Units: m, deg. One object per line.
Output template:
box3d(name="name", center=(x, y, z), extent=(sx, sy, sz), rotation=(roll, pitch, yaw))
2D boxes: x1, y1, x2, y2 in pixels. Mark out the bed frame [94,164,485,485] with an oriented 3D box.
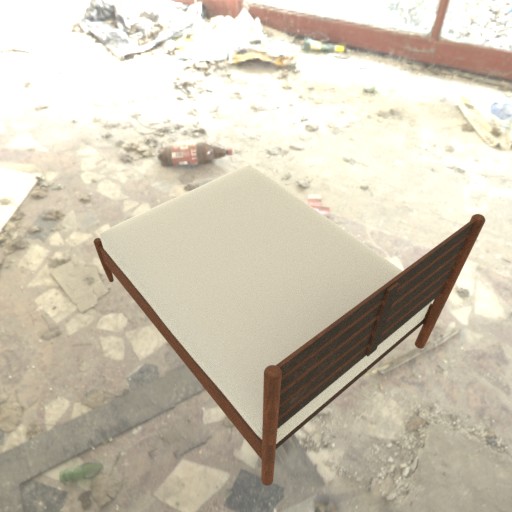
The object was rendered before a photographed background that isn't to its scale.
box3d(name="bed frame", center=(0.000, 0.000, 3.274), extent=(1.655, 1.321, 2.234), rotation=(-30, 53, -26))
